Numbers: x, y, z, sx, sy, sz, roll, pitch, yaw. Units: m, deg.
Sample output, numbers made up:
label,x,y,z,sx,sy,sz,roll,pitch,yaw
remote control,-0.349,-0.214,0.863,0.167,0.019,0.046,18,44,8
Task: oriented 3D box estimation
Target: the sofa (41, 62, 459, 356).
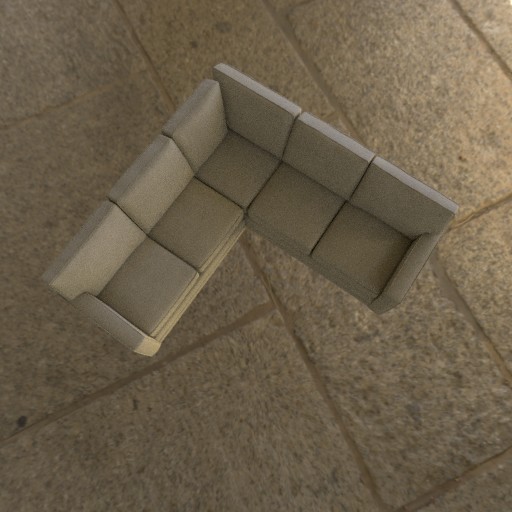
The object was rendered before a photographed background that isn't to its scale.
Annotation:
label,x,y,z,sx,sy,sz,roll,pitch,yaw
sofa,0.000,0.000,3.443,2.211,0.936,2.188,33,77,9
